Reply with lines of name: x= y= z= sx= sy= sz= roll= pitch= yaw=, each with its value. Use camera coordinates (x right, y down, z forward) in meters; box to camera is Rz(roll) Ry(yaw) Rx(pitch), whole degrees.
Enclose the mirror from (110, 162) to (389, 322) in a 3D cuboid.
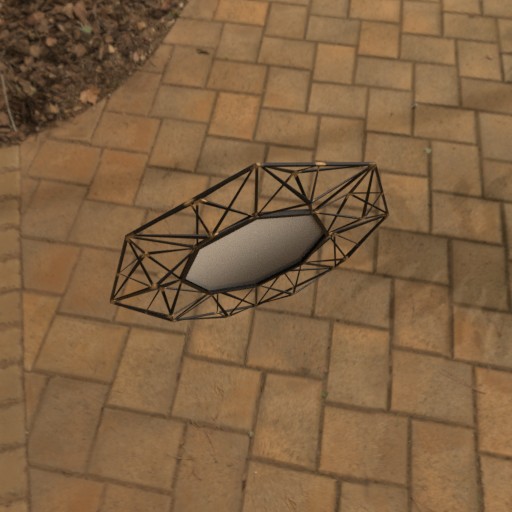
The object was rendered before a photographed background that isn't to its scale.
mirror: x=0.000 y=0.000 z=1.068 sx=0.710 sy=0.710 sz=0.094 roll=-17 pitch=65 yaw=-8
